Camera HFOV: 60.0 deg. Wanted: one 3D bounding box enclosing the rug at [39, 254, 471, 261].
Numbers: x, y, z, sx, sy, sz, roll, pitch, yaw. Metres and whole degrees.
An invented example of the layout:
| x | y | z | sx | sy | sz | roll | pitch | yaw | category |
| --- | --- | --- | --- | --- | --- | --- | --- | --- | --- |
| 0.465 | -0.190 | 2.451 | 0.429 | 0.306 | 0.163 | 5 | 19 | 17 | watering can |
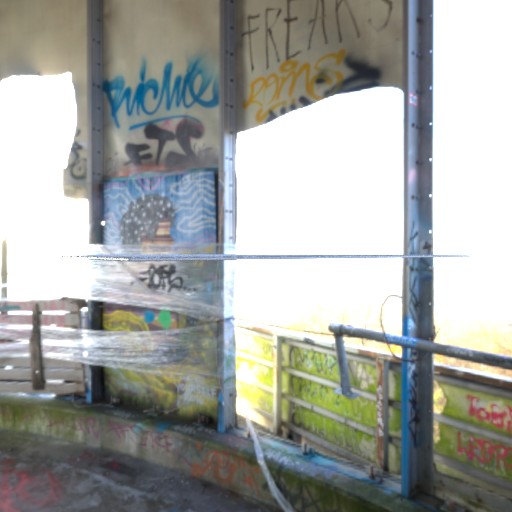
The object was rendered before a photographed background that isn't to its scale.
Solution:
| x | y | z | sx | sy | sz | roll | pitch | yaw | category |
| --- | --- | --- | --- | --- | --- | --- | --- | --- | --- |
| 0.000 | 0.000 | 2.776 | 2.206 | 0.014 | 1.578 | 0 | 1 | -36 | rug |
